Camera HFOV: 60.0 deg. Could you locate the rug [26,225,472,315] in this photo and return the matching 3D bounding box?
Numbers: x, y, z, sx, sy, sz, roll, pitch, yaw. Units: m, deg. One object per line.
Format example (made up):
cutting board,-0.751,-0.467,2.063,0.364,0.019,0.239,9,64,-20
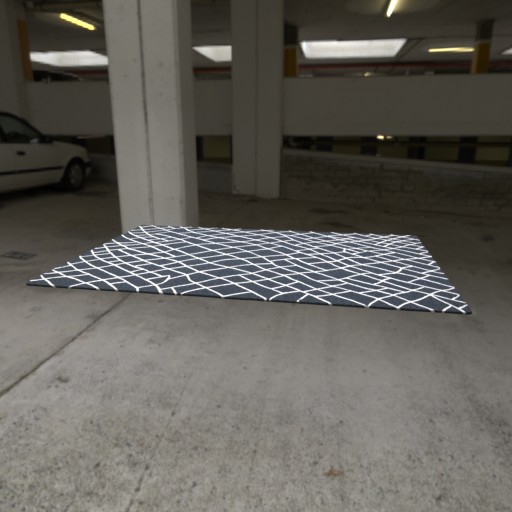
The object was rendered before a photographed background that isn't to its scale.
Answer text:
rug,0.000,0.000,2.349,1.830,0.013,1.223,3,16,10
